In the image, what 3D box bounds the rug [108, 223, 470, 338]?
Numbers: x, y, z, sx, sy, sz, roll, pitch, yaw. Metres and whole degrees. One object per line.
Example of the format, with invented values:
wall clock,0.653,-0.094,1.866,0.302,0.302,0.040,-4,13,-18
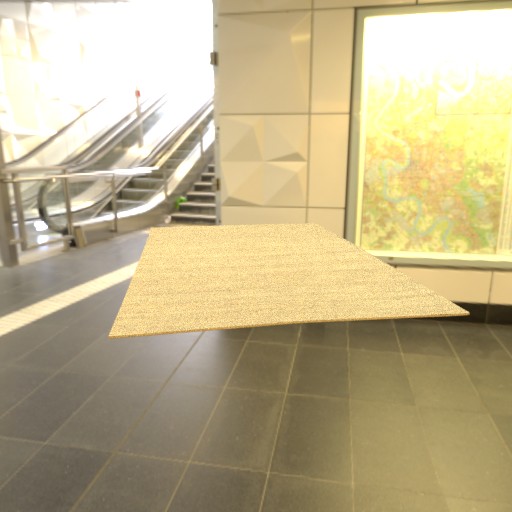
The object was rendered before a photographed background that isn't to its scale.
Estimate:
rug,0.000,0.000,2.269,1.179,0.022,1.820,-2,14,-9
